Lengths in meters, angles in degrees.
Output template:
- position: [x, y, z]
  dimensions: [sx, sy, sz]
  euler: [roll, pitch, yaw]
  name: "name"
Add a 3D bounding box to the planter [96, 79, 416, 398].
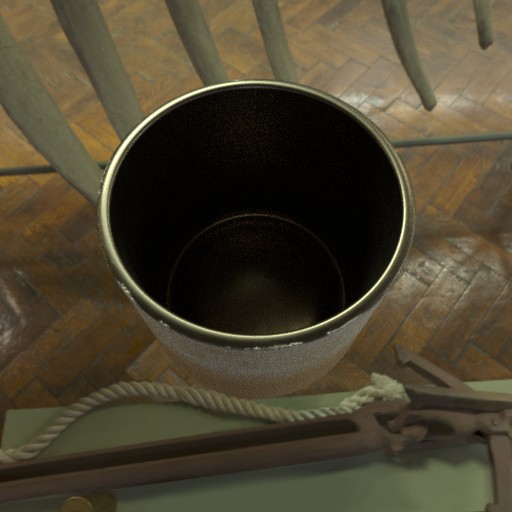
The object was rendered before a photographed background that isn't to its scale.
- position: [0.000, 0.000, 0.392]
  dimensions: [0.221, 0.201, 0.221]
  euler: [0, 64, 0]
  name: "planter"
